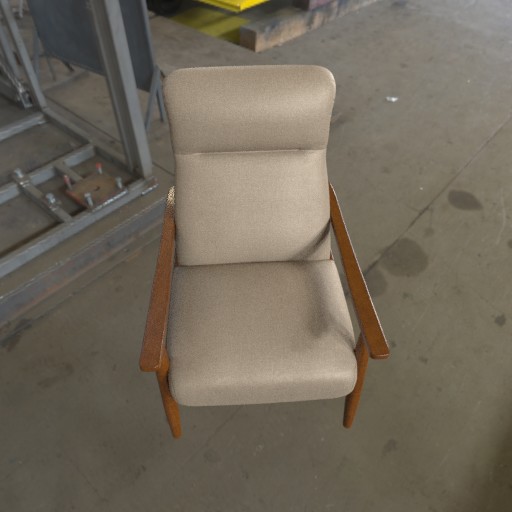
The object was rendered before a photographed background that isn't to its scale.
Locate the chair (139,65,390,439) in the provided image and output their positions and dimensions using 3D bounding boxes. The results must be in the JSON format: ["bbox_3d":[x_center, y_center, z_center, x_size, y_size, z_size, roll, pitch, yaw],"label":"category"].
[{"bbox_3d":[0.000,0.000,1.744,0.762,1.082,1.032,-3,47,-2],"label":"chair"}]
